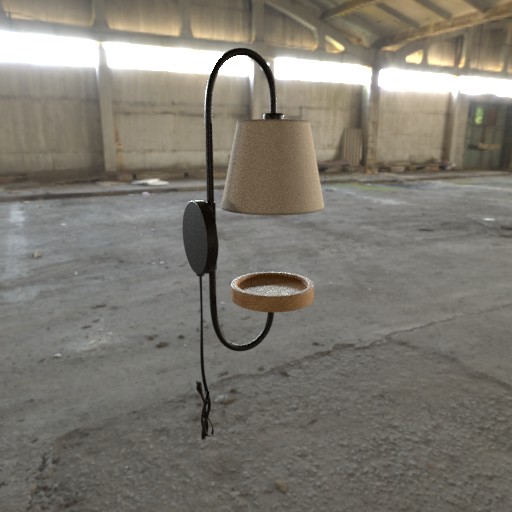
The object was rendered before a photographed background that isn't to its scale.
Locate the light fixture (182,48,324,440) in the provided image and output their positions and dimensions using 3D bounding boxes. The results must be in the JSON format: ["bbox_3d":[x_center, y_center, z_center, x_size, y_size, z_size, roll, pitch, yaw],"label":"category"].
[{"bbox_3d":[0.000,0.000,0.954,0.299,0.821,0.220,-7,16,-27],"label":"light fixture"}]
